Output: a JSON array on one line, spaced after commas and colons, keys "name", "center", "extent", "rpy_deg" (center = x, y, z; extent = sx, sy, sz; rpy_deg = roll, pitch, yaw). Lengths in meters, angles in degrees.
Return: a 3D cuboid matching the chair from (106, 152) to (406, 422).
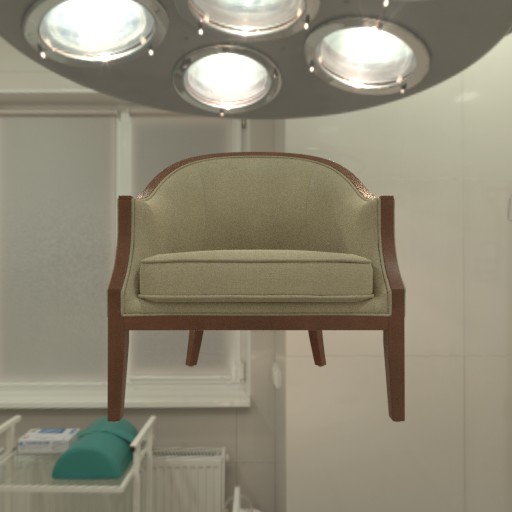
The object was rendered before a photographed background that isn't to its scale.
[{"name": "chair", "center": [0.000, 0.000, 1.489], "extent": [0.803, 0.876, 0.735], "rpy_deg": [0, -1, 0]}]
